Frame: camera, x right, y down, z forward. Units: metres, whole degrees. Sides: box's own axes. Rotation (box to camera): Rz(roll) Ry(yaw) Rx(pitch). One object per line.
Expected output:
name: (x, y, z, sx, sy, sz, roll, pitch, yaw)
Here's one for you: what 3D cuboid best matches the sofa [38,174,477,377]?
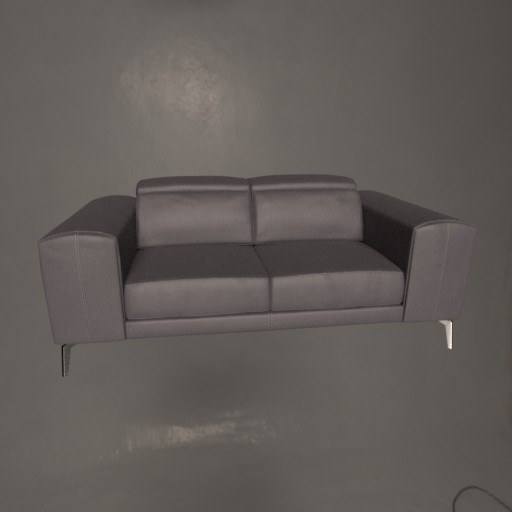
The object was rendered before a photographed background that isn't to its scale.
sofa: (0.000, 0.000, 2.379, 1.895, 0.779, 1.003, -2, 16, -8)
